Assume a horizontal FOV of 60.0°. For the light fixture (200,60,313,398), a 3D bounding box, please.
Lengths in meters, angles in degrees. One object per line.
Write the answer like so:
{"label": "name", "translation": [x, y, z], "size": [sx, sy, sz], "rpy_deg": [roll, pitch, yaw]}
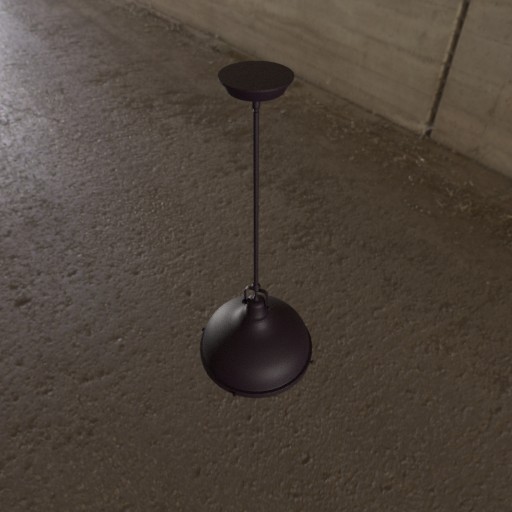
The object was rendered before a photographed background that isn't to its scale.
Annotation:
{"label": "light fixture", "translation": [0.000, 0.000, 1.045], "size": [0.341, 0.849, 0.341], "rpy_deg": [14, 45, 14]}
